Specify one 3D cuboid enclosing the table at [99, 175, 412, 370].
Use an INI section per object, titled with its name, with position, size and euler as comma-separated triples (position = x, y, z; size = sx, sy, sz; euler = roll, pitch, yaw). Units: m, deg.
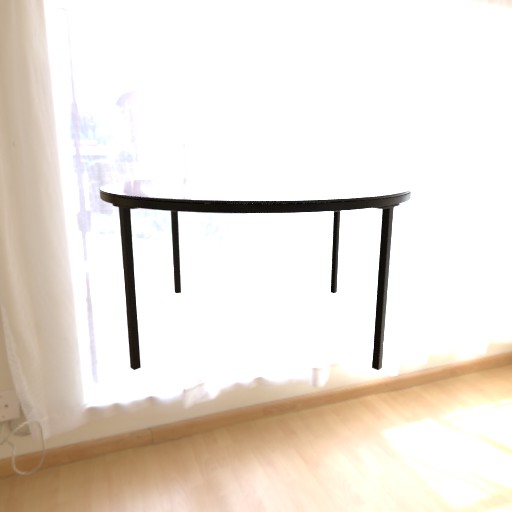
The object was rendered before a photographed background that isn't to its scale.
[table]
position = 0.000, 0.000, 1.243
size = 0.800, 0.400, 0.800
euler = 0, 14, 0
